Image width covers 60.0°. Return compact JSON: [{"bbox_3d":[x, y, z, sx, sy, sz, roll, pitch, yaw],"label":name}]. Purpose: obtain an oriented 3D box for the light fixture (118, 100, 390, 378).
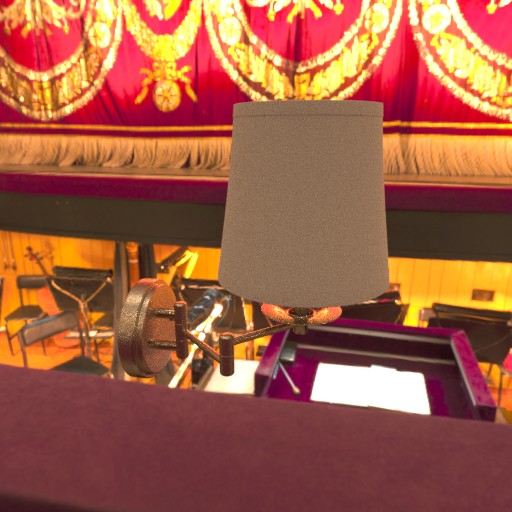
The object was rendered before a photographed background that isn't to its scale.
[{"bbox_3d":[0.000,0.000,0.592,0.348,0.381,0.223,3,16,11],"label":"light fixture"}]
